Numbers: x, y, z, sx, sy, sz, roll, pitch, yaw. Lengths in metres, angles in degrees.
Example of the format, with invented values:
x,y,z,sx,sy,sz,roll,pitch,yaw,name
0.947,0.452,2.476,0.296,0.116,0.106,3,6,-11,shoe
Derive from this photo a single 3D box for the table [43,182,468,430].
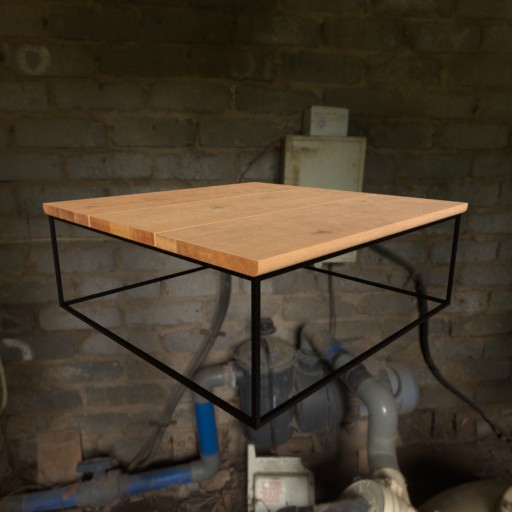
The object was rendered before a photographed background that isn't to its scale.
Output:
x,y,z,sx,sy,sz,roll,pitch,yaw,name
0.000,0.000,1.674,1.100,0.400,1.100,14,21,43,table
